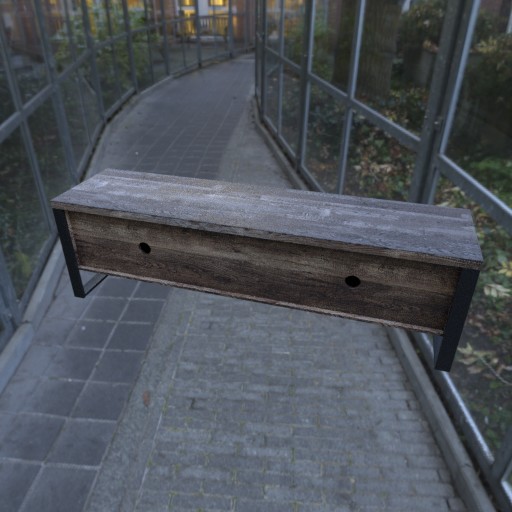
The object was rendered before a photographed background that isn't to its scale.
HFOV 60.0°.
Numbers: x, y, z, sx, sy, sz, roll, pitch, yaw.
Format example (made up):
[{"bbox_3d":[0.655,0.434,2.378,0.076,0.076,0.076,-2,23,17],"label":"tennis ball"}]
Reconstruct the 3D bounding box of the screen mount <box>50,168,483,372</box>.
[{"bbox_3d":[0.000,0.000,1.776,1.524,0.450,0.395,9,32,15],"label":"screen mount"}]
